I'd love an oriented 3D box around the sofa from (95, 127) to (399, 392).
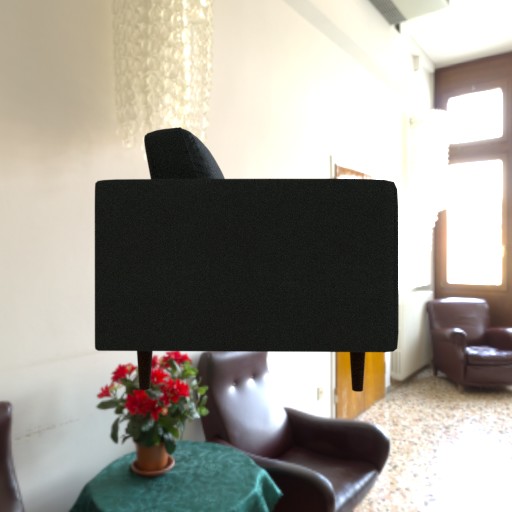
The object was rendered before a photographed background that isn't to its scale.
[{"bbox_3d":[0.000,0.000,2.158,0.999,0.930,1.518,0,0,1],"label":"sofa"}]
